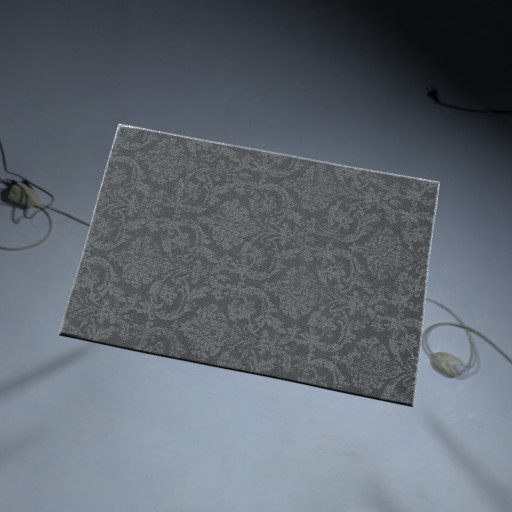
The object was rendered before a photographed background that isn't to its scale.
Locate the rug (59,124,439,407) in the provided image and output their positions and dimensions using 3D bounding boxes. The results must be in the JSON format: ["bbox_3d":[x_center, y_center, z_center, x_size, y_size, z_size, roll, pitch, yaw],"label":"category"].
[{"bbox_3d":[0.000,0.000,3.543,2.746,0.018,1.819,11,78,2],"label":"rug"}]
